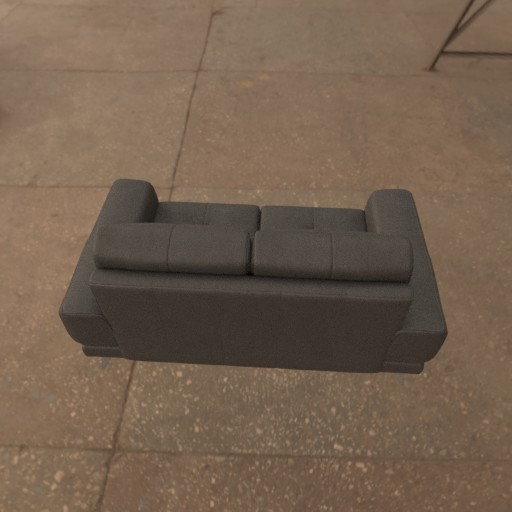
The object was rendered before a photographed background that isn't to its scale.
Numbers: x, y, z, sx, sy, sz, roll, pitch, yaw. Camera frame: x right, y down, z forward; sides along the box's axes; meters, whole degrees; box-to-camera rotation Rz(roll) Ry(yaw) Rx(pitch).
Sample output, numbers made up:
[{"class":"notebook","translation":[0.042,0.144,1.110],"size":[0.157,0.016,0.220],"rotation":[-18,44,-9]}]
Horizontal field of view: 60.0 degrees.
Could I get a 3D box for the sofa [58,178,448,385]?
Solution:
[{"class":"sofa","translation":[0.000,0.000,2.372],"size":[1.806,0.907,1.018],"rotation":[3,47,2]}]
